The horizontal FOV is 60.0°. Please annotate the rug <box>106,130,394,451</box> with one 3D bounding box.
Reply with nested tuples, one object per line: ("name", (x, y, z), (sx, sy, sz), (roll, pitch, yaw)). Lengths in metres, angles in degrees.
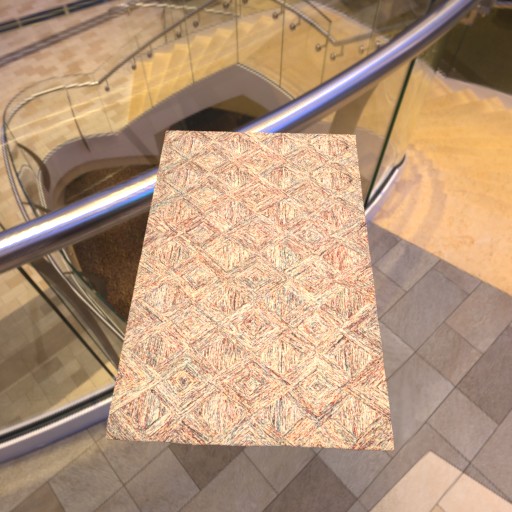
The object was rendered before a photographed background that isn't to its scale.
("rug", (0.000, 0.000, 2.198), (1.143, 0.014, 1.761), (1, 58, 1))
